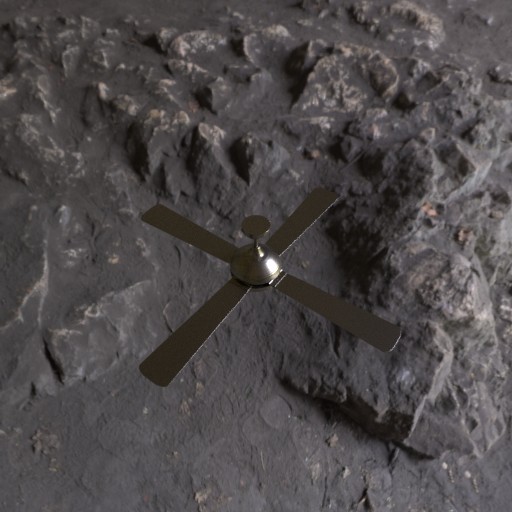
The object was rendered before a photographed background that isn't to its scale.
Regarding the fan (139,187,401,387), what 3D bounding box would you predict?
[{"bbox_3d":[0.000,0.000,1.990,1.321,0.381,1.321,-26,52,-23],"label":"fan"}]
